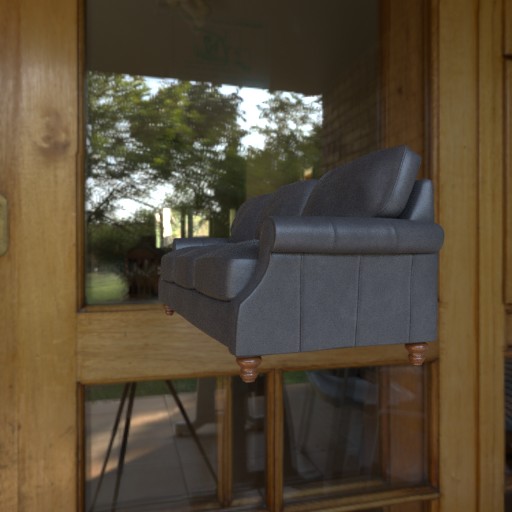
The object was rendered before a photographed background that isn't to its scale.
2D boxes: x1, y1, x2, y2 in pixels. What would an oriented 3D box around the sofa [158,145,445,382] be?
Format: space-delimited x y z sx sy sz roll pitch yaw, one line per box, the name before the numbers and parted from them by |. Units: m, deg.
sofa | 0.000 0.000 2.835 0.974 0.977 2.387 0 0 -20
